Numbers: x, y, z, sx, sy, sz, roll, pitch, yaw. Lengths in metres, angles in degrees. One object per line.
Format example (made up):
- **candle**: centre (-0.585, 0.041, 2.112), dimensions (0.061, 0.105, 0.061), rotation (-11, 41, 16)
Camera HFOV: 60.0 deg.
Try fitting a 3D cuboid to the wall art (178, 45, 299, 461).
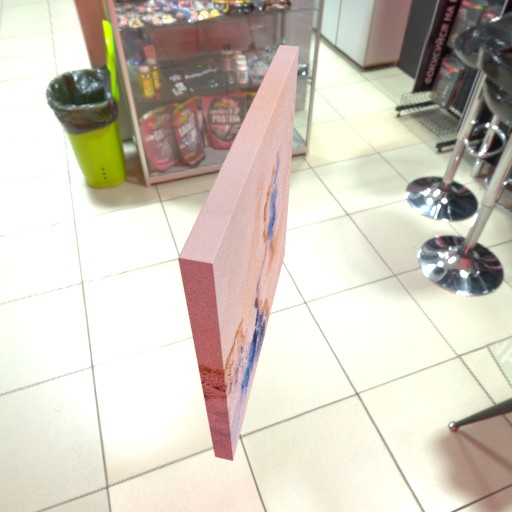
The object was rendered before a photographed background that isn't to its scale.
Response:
- **wall art**: centre (0.000, 0.000, 1.587), dimensions (0.071, 1.061, 1.061), rotation (9, 47, 9)
